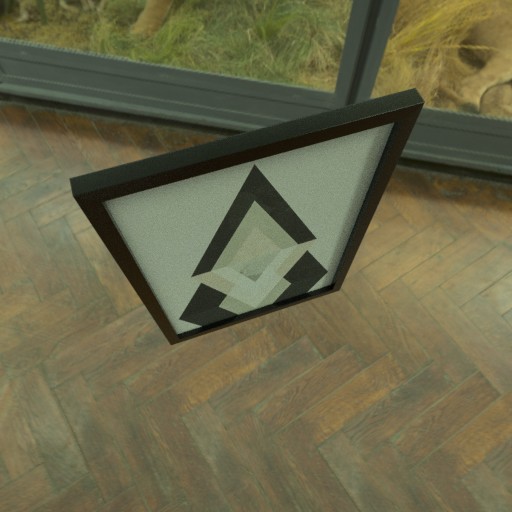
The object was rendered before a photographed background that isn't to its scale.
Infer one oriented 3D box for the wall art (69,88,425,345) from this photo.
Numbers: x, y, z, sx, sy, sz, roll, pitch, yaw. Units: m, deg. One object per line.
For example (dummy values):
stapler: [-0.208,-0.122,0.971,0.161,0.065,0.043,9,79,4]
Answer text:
wall art: [0.000,0.000,0.583,0.314,0.455,0.019,-17,65,-8]
